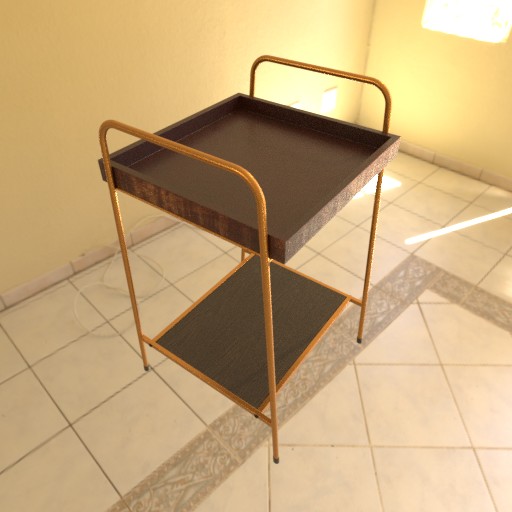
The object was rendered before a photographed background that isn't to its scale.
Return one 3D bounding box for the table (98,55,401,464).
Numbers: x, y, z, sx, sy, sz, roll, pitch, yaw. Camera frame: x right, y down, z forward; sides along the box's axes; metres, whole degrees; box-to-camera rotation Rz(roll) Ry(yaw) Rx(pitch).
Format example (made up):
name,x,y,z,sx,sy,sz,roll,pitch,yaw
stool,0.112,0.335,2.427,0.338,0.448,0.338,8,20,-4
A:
name,x,y,z,sx,sy,sz,roll,pitch,yaw
table,0.000,0.000,0.985,0.430,0.710,0.430,25,46,27
